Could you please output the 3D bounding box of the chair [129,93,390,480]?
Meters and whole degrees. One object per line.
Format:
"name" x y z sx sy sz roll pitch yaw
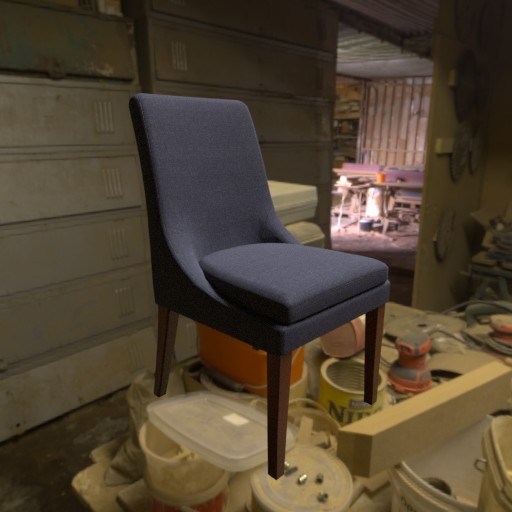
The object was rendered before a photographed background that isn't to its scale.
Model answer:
"chair" 0.000 0.000 1.360 0.655 0.952 0.508 15 21 43
